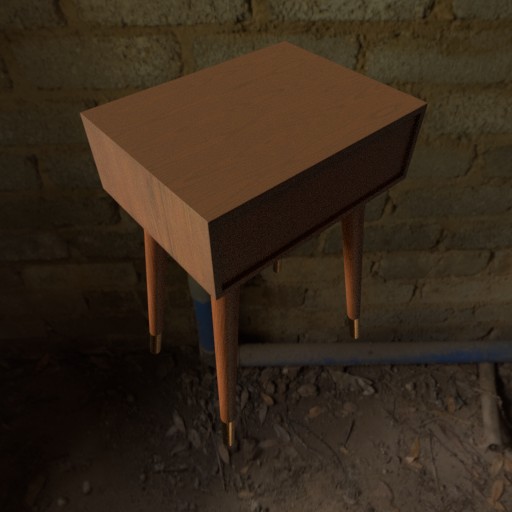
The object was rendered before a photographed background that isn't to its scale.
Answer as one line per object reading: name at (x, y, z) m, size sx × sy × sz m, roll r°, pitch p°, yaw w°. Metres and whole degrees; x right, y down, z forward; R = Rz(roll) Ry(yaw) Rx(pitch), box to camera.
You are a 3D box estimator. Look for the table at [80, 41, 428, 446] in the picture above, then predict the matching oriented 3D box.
table at (0.000, 0.000, 0.831) m, size 0.406 × 0.599 × 0.300 m, roll -32°, pitch 54°, yaw -27°
